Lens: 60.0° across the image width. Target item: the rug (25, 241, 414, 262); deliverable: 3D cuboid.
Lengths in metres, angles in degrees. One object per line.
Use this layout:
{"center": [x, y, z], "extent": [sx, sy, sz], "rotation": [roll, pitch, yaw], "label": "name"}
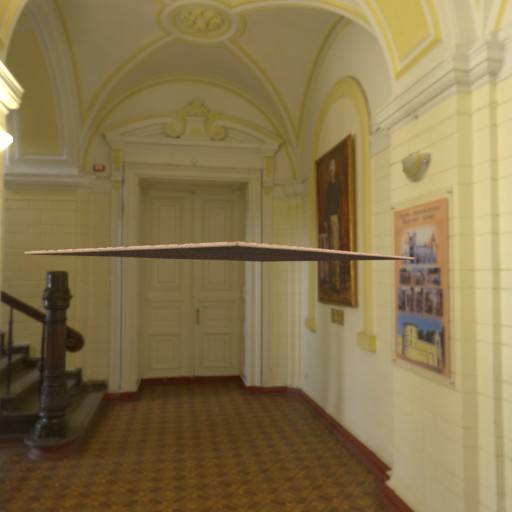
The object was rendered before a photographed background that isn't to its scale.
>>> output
{"center": [0.000, 0.000, 3.103], "extent": [1.521, 0.023, 2.464], "rotation": [-1, -2, 34], "label": "rug"}
